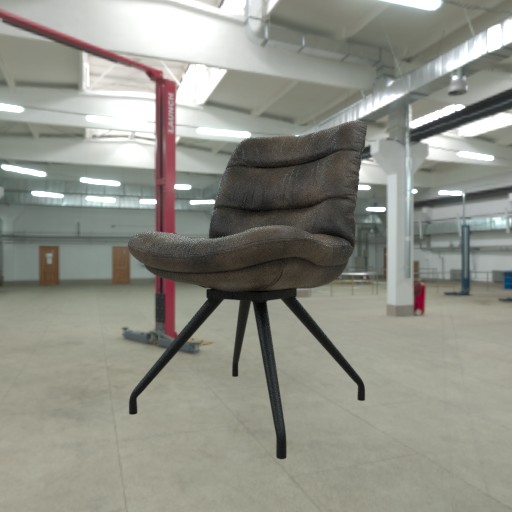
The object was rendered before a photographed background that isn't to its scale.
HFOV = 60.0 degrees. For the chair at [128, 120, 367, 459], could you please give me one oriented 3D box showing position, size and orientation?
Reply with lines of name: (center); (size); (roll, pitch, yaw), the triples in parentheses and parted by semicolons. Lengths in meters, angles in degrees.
chair: (0.000, 0.000, 1.300); (0.549, 0.870, 0.622); (0, 0, 34)
